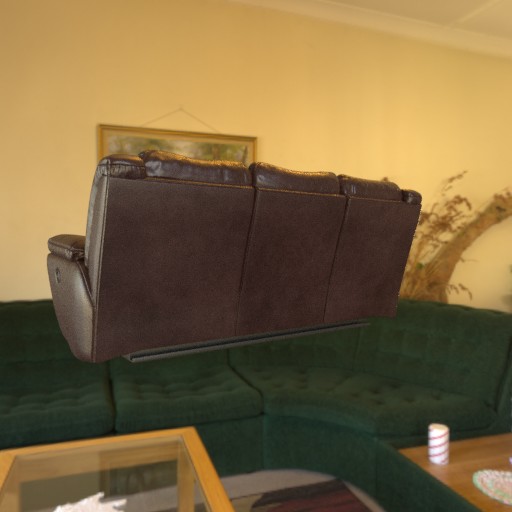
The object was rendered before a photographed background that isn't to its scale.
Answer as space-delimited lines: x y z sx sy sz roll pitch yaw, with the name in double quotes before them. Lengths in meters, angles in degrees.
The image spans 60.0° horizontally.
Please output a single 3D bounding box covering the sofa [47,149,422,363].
"sofa" 0.000 0.000 2.867 2.337 1.043 0.991 -1 2 -36
